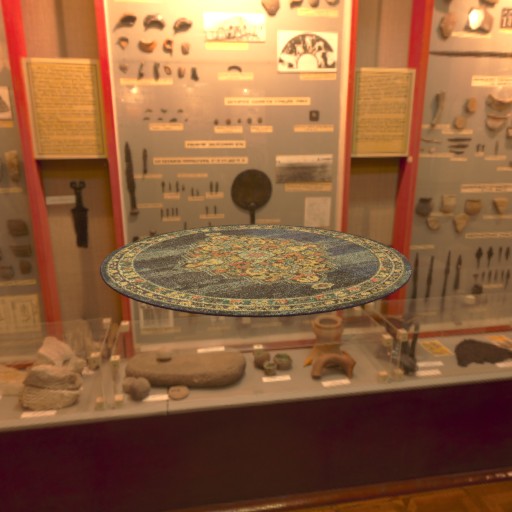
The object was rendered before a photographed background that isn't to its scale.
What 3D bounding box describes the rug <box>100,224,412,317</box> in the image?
[{"bbox_3d":[0.000,0.000,2.383,1.591,0.010,1.591,0,16,0],"label":"rug"}]
